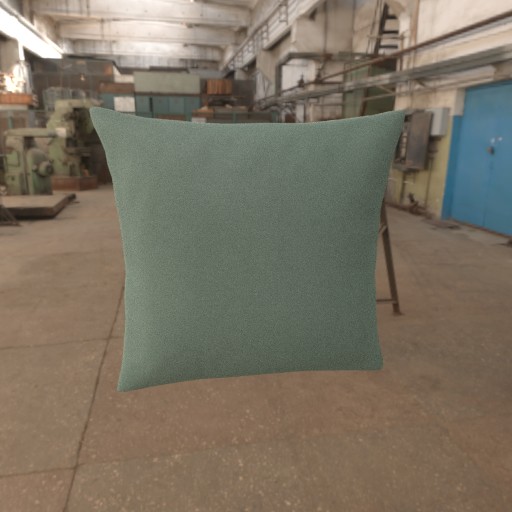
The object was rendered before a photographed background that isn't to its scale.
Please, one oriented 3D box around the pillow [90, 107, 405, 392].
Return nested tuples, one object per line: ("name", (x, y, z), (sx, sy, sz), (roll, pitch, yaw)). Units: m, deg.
("pillow", (0.000, 0.000, 0.800), (0.526, 0.507, 0.166), (-2, 15, -9))
